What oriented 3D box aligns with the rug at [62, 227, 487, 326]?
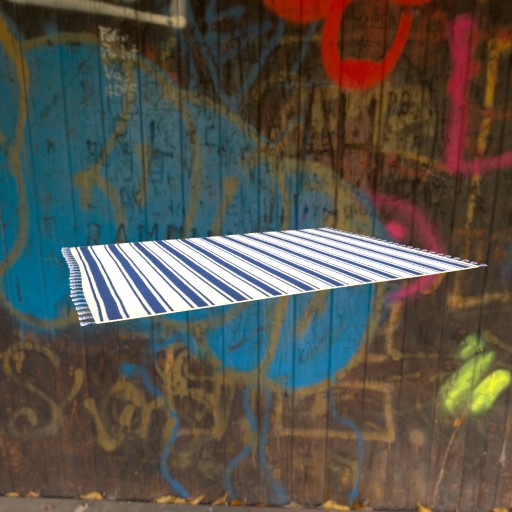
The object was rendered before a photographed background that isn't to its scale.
[{"bbox_3d":[0.000,0.000,4.312,3.416,0.016,2.471,-6,14,-25],"label":"rug"}]
